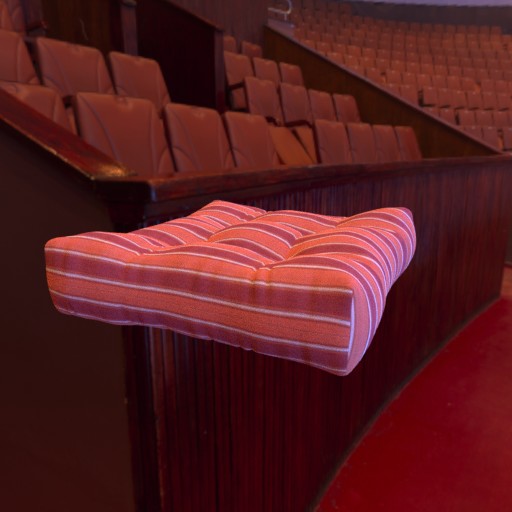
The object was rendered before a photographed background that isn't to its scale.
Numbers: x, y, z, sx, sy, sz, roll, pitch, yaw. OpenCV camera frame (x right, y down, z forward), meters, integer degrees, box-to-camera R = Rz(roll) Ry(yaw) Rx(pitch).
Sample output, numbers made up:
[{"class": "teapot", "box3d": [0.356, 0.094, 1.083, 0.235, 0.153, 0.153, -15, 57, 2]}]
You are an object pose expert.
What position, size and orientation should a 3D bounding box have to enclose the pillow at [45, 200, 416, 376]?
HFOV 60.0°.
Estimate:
[{"class": "pillow", "box3d": [0.000, 0.000, 0.744, 0.468, 0.133, 0.490, 7, 16, 24]}]
